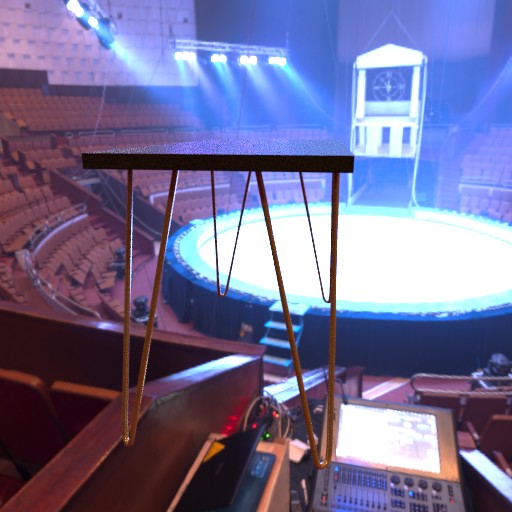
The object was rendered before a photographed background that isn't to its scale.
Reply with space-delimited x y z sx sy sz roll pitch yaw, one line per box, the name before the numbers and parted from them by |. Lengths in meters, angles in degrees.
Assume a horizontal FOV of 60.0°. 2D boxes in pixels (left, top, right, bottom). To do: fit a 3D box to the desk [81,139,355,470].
desk | 0.000 0.000 1.349 0.499 0.660 0.991 3 16 9
